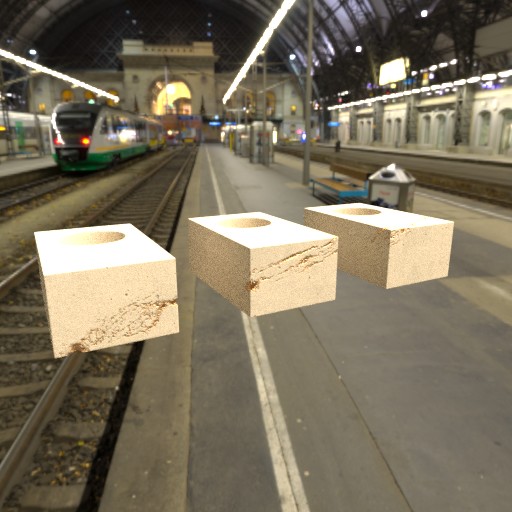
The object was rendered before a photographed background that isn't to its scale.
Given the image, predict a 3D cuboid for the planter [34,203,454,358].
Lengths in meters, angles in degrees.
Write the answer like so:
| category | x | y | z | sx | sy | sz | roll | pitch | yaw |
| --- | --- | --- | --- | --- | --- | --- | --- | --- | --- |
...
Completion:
| category | x | y | z | sx | sy | sz | roll | pitch | yaw |
| --- | --- | --- | --- | --- | --- | --- | --- | --- | --- |
| planter | 0.000 | 0.000 | 0.381 | 0.333 | 0.051 | 0.127 | -8 | 17 | -27 |
